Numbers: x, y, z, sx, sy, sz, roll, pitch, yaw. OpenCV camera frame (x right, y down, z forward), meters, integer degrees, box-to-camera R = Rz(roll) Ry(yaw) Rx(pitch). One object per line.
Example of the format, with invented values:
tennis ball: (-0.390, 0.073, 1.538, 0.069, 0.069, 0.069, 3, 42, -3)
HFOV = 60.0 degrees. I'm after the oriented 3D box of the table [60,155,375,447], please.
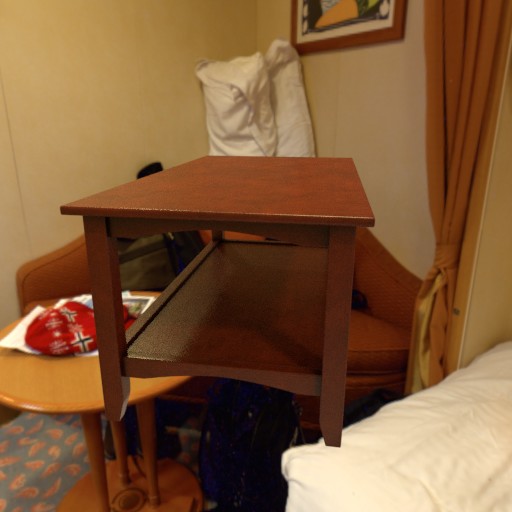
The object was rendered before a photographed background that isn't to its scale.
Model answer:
table: (0.000, 0.000, 1.236, 0.533, 0.456, 0.943, 3, 18, 9)
